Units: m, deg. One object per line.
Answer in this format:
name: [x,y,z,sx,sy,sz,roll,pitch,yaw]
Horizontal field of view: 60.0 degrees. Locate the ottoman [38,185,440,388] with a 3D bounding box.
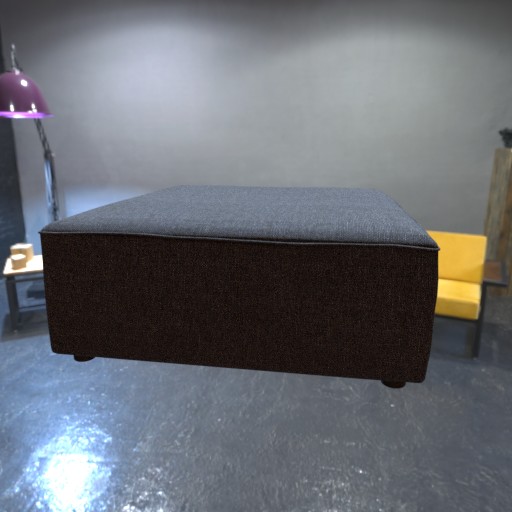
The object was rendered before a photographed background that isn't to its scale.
ottoman: [0.000,0.000,1.580,1.023,0.423,1.017,3,15,10]
